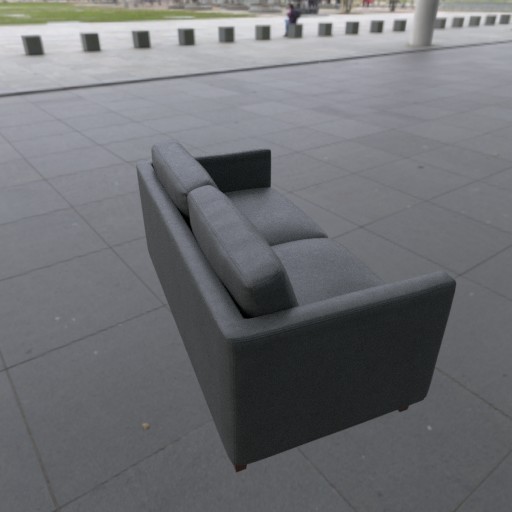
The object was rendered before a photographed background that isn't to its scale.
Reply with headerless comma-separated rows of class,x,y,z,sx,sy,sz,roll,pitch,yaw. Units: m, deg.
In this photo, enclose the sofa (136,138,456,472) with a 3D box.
sofa,0.000,0.000,2.403,0.951,0.933,1.883,-12,32,-19
